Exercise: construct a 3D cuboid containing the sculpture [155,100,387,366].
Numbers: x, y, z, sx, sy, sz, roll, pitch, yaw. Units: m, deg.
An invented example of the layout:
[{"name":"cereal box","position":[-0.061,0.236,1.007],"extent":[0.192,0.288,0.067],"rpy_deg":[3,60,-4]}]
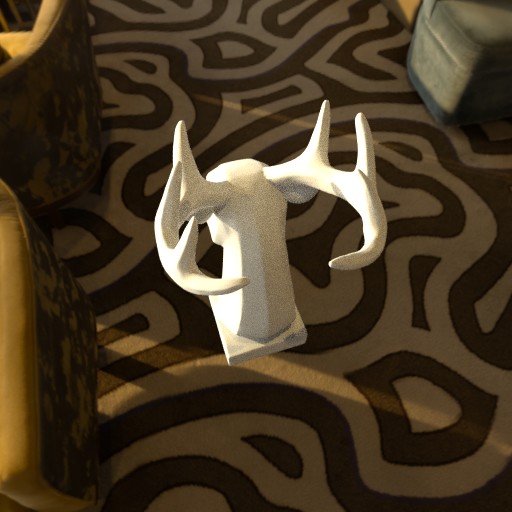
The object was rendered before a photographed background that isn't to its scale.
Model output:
[{"name":"sculpture","position":[0.000,0.000,0.451],"extent":[0.174,0.329,0.224],"rpy_deg":[-15,59,-9]}]
